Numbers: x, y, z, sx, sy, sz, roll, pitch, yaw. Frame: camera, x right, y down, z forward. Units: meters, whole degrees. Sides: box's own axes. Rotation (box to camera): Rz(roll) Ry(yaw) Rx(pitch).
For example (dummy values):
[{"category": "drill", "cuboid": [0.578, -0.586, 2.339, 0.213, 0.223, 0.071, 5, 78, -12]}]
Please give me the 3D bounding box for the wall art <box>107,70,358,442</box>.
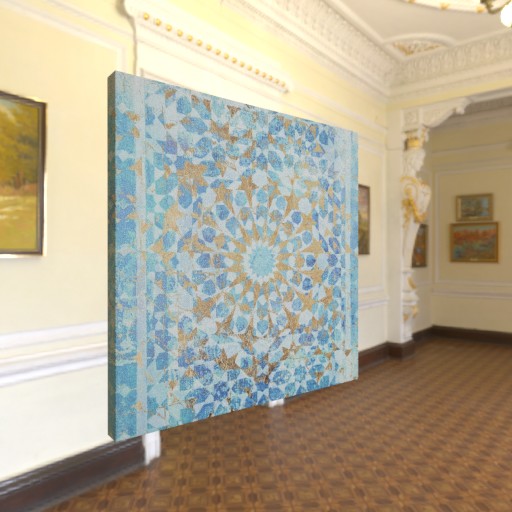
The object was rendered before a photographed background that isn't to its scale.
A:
[{"category": "wall art", "cuboid": [0.000, 0.000, 0.925, 0.609, 0.609, 0.040, 0, 0, -37]}]
